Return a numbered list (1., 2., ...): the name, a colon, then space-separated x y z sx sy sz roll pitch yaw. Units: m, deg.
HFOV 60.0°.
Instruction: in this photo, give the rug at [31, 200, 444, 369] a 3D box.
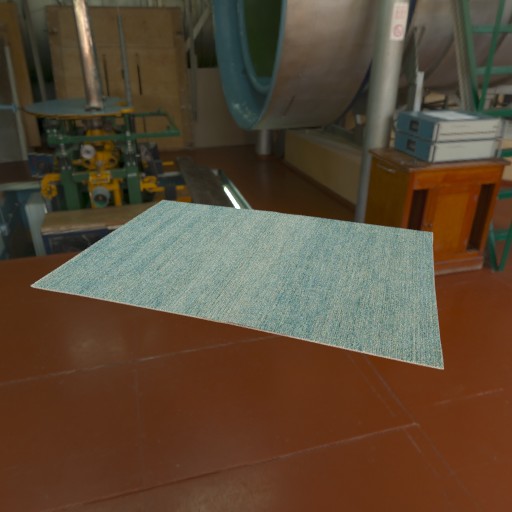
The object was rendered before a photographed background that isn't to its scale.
1. rug: 0.000 0.000 2.983 2.305 0.029 1.593 9 28 16
